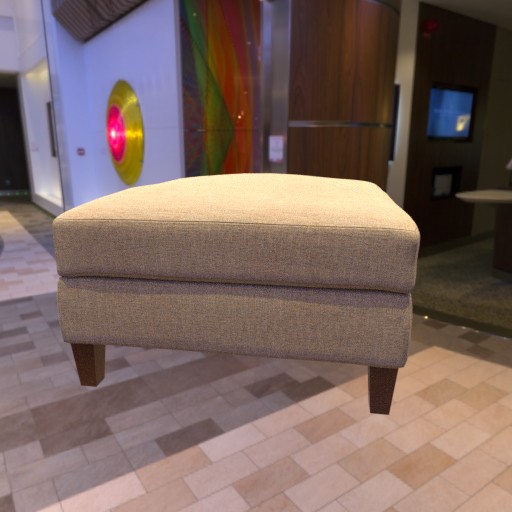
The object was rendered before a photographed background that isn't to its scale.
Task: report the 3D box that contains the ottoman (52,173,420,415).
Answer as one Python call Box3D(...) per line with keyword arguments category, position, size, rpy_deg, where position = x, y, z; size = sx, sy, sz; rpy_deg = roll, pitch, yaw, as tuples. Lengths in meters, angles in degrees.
Box3D(category="ottoman", position=(0.000, 0.000, 1.442), size=(0.836, 0.492, 0.976), rpy_deg=(2, 15, 9))
